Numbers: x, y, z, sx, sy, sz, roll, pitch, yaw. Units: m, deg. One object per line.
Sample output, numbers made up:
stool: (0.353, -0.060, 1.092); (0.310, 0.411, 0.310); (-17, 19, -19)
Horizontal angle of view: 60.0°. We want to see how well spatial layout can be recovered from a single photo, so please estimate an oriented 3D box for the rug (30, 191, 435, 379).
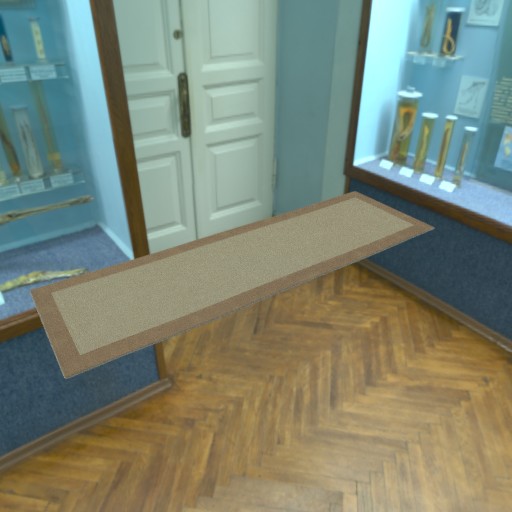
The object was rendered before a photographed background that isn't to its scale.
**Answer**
rug: (0.000, 0.000, 2.697); (2.430, 0.012, 0.767); (-19, 36, -28)
